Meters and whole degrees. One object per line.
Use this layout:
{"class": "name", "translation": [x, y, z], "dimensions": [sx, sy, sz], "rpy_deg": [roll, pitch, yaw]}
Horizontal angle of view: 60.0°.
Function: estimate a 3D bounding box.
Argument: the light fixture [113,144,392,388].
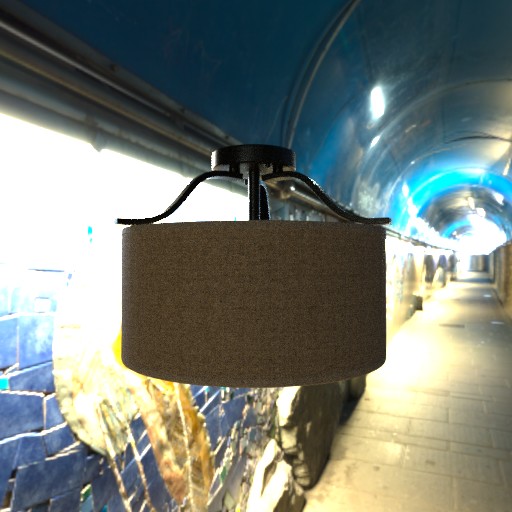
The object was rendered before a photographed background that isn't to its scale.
{"class": "light fixture", "translation": [0.000, 0.000, 0.665], "dimensions": [0.390, 0.306, 0.390], "rpy_deg": [0, -1, 0]}
